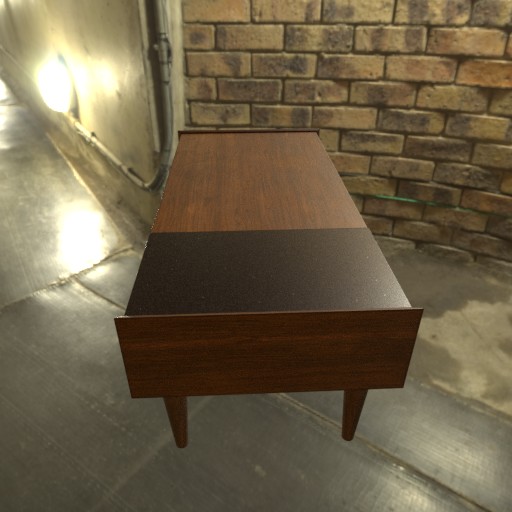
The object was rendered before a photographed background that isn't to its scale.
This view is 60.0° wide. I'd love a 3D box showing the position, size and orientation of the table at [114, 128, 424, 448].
[{"bbox_3d":[0.000,0.000,1.519,0.610,0.508,1.221,-1,32,-2],"label":"table"}]
